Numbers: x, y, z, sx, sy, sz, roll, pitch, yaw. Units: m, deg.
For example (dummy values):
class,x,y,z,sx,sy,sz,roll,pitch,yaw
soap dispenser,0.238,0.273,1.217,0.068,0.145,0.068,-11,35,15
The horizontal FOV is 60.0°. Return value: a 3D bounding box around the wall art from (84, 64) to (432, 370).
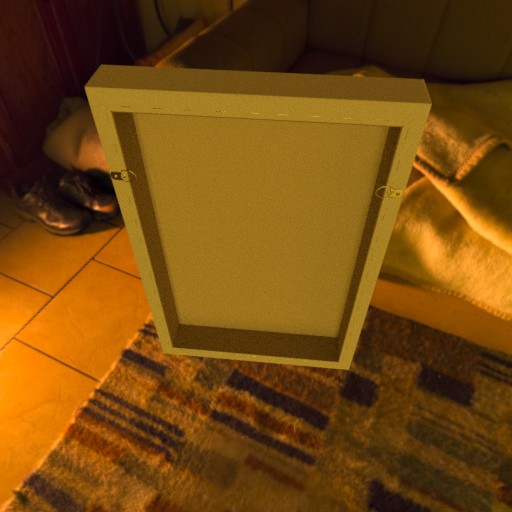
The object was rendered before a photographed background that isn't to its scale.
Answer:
class,x,y,z,sx,sy,sz,roll,pitch,yaw
wall art,0.000,0.000,0.472,0.252,0.381,0.039,4,47,4
